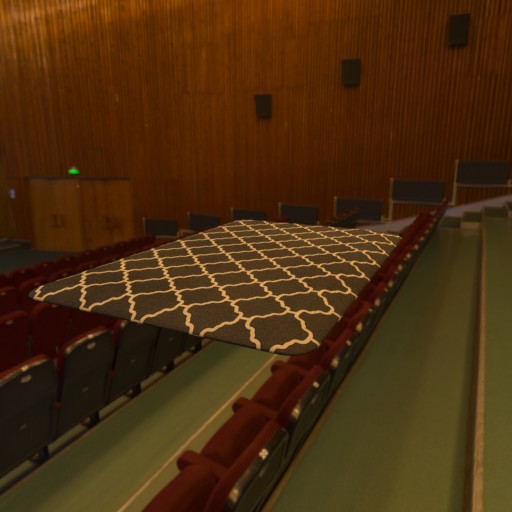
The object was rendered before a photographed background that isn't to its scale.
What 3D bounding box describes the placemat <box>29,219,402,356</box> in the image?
[{"bbox_3d":[0.000,0.000,0.959,0.508,0.021,0.762,7,16,25],"label":"placemat"}]
